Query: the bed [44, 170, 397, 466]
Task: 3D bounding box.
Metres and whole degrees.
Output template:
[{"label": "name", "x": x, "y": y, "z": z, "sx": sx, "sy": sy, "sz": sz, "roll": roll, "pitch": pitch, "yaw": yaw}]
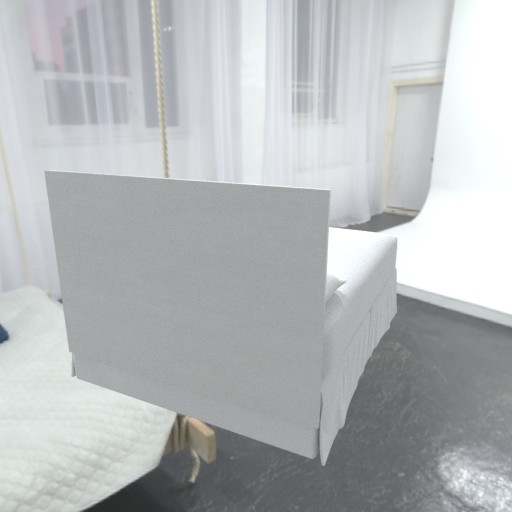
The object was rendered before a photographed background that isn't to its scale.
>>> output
[{"label": "bed", "x": 0.000, "y": 0.000, "z": 3.168, "sx": 1.745, "sy": 1.335, "sz": 2.094, "roll": 8, "pitch": 19, "yaw": 25}]
